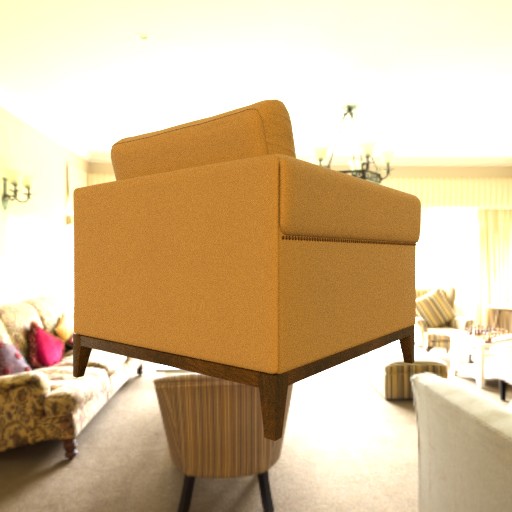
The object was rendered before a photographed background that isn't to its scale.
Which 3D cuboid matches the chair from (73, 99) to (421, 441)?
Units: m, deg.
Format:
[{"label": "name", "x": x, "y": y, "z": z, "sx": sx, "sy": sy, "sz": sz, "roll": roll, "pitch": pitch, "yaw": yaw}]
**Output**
[{"label": "chair", "x": 0.000, "y": 0.000, "z": 1.649, "sx": 0.914, "sy": 0.838, "sz": 0.959, "roll": 0, "pitch": 0, "yaw": 38}]
